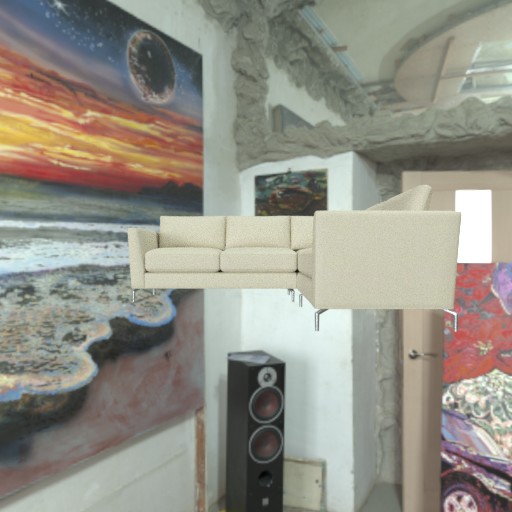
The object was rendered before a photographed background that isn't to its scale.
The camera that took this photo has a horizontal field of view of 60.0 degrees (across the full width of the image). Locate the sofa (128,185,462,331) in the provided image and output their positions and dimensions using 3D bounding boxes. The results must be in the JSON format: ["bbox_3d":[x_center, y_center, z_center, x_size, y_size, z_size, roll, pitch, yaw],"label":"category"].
[{"bbox_3d":[0.000,0.000,3.760,2.430,0.867,2.448,0,0,1],"label":"sofa"}]
